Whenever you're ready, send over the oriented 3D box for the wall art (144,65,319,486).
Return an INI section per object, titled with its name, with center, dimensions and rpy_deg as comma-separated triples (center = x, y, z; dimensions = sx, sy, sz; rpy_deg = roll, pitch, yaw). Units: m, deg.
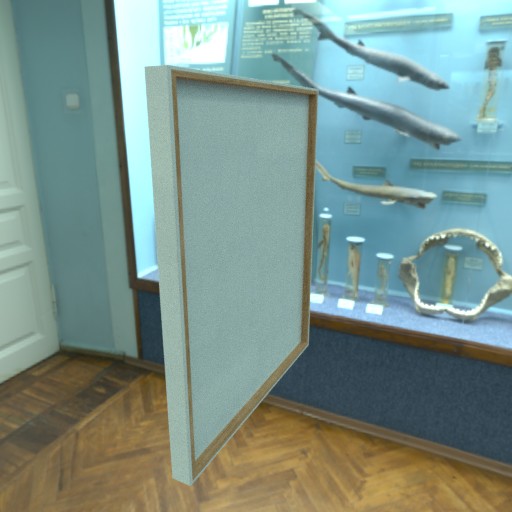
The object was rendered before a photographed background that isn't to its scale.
[wall art]
center = 0.000, 0.000, 0.822
dimensions = 0.037, 0.606, 0.508
rpy_deg = 9, 19, 26
